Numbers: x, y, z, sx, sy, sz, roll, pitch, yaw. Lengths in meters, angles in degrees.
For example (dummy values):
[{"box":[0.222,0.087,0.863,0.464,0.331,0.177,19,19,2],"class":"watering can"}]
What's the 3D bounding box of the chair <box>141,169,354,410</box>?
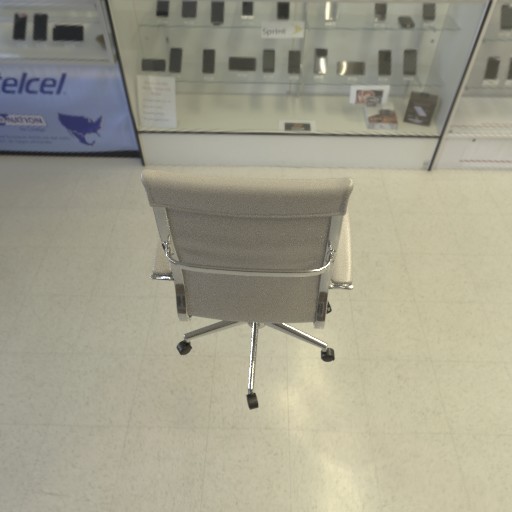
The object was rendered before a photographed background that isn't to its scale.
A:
[{"box":[0.000,0.000,1.539,0.679,1.149,0.667,3,48,3],"class":"chair"}]
